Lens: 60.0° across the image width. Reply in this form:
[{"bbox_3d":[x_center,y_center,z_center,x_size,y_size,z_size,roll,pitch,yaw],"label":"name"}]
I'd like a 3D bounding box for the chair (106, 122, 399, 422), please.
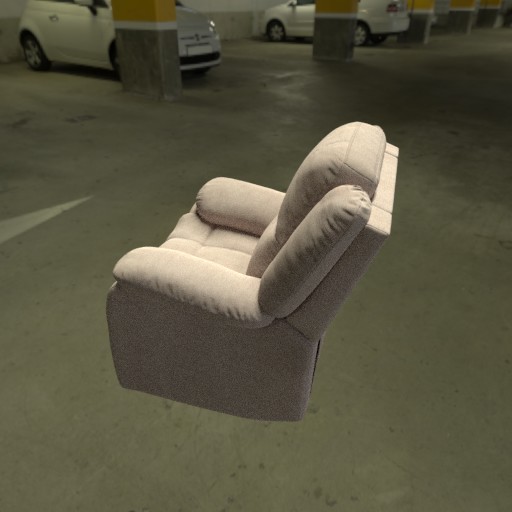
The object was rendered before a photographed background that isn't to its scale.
[{"bbox_3d":[0.000,0.000,1.730,0.944,1.008,0.899,9,31,15],"label":"chair"}]
